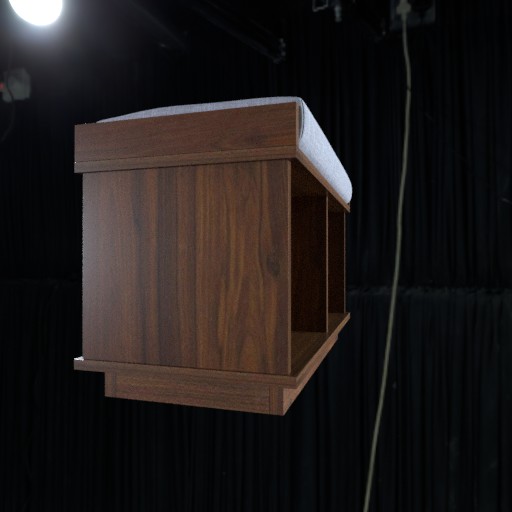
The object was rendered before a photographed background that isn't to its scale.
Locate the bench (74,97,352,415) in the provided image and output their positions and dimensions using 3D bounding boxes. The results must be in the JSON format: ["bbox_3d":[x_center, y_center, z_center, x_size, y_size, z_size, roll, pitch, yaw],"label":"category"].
[{"bbox_3d":[0.000,0.000,0.984,0.362,0.461,0.734,0,0,17],"label":"bench"}]
